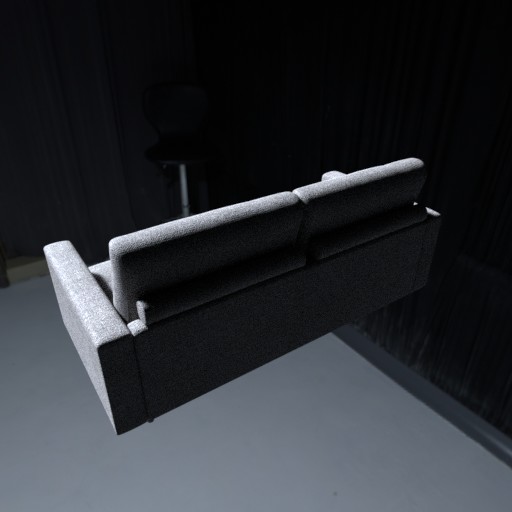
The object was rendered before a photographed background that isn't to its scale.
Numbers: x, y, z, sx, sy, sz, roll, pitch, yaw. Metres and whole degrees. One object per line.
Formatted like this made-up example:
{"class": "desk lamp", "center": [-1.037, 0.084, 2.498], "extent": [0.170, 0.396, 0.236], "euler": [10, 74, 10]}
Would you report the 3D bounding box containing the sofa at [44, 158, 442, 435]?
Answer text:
{"class": "sofa", "center": [0.000, 0.000, 2.262], "extent": [1.821, 0.902, 0.863], "euler": [-19, 35, -29]}
